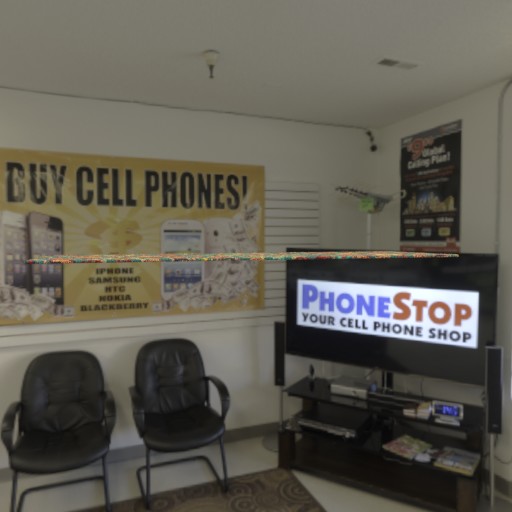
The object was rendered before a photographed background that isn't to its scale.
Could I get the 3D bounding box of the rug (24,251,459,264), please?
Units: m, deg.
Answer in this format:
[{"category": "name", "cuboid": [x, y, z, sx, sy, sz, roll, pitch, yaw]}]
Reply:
[{"category": "rug", "cuboid": [0.000, 0.000, 2.538, 2.286, 0.013, 0.686, -1, 2, -19]}]
